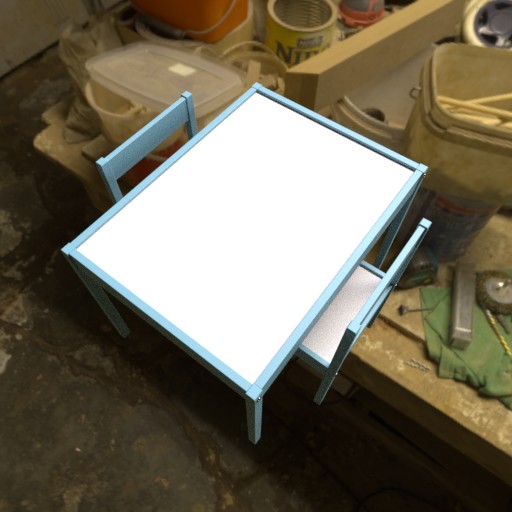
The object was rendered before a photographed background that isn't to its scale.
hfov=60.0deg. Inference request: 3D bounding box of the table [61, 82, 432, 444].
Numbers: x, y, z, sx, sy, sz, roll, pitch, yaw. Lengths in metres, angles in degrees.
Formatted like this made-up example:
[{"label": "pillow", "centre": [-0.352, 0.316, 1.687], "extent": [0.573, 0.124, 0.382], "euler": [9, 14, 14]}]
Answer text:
[{"label": "table", "centre": [0.000, 0.000, 1.101], "extent": [0.633, 0.503, 0.639], "euler": [33, 64, 18]}]
